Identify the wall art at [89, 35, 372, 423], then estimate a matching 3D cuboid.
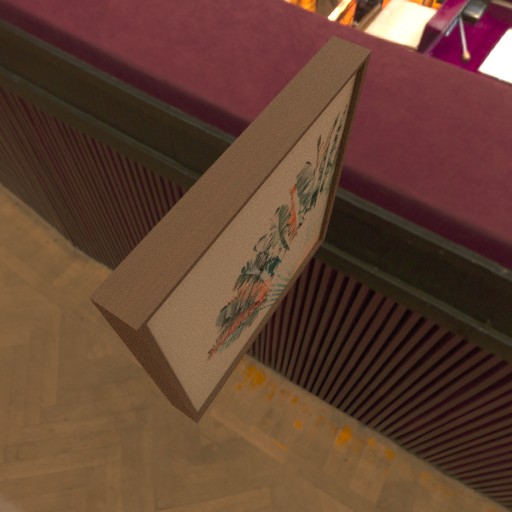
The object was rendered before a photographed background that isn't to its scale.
[{"bbox_3d":[0.000,0.000,0.454,0.038,0.303,0.304,30,64,16],"label":"wall art"}]
